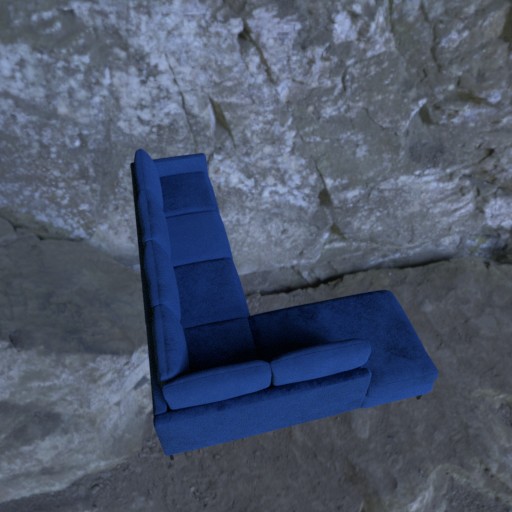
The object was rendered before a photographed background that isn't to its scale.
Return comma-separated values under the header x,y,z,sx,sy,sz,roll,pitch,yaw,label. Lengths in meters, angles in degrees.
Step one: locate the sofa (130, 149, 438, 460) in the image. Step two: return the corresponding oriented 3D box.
x,y,z,sx,sy,sz,roll,pitch,yaw,label
0.000,0.000,3.975,2.007,0.815,2.949,-10,47,-10,sofa
